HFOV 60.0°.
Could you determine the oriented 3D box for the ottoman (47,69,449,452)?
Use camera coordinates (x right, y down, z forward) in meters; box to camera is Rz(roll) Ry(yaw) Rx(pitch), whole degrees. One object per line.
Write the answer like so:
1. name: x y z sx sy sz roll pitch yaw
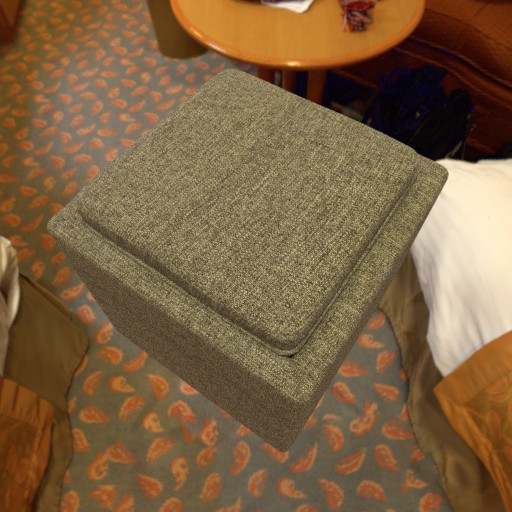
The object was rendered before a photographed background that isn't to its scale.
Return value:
1. ottoman: 0.000 0.000 0.815 0.450 0.460 0.450 31 63 18
